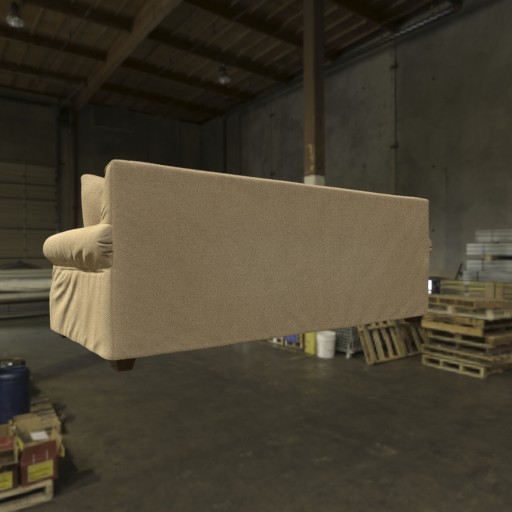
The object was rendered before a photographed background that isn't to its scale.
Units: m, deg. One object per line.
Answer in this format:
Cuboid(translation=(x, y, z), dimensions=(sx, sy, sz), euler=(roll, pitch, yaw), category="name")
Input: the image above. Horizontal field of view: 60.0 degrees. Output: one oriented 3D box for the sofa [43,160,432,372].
Cuboid(translation=(0.000, 0.000, 2.747), dimensions=(2.285, 0.904, 1.067), euler=(0, 1, -37), category="sofa")
